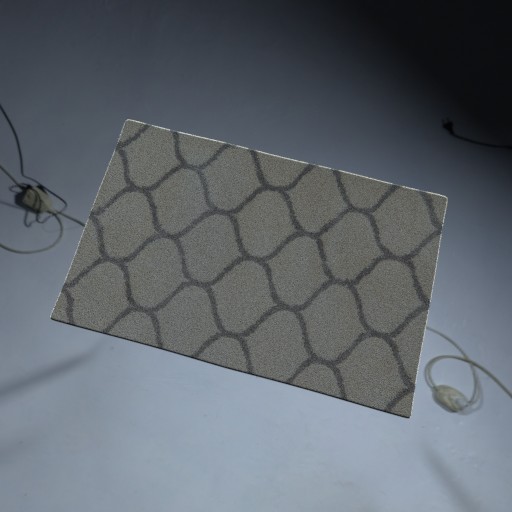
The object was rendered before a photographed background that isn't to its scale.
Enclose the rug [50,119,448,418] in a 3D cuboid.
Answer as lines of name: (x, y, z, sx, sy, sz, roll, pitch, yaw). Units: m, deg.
rug: (0.000, 0.000, 2.959, 2.348, 0.024, 1.501, 15, 76, 4)
